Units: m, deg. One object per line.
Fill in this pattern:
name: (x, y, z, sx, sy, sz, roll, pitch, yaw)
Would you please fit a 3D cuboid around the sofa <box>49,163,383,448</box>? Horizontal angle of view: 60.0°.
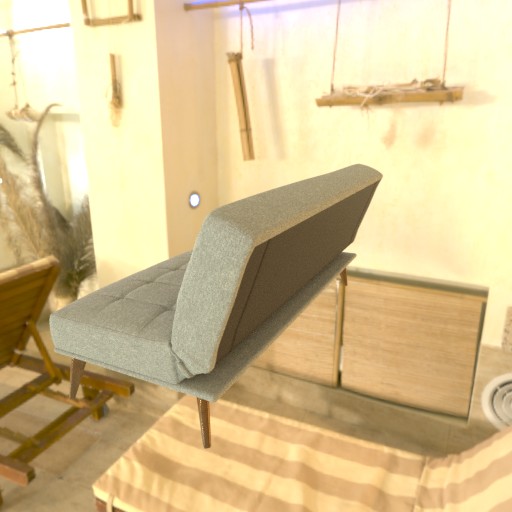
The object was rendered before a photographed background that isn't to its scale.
sofa: (0.000, 0.000, 2.221, 0.860, 0.810, 1.800, 8, 19, 25)
